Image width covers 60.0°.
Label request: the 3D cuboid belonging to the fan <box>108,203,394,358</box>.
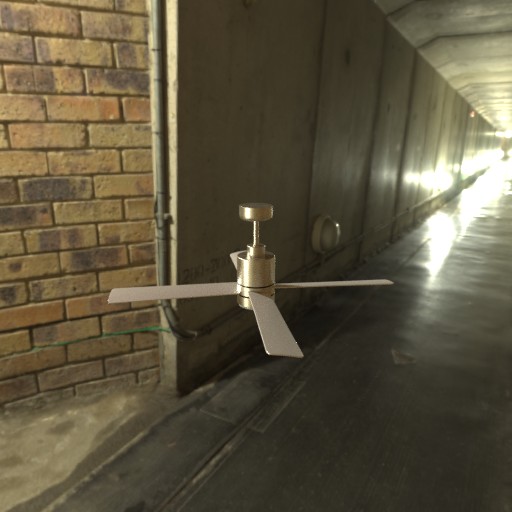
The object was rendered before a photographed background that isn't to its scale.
[{"bbox_3d":[0.000,0.000,2.347,1.525,0.539,1.525,-2,16,-8],"label":"fan"}]
